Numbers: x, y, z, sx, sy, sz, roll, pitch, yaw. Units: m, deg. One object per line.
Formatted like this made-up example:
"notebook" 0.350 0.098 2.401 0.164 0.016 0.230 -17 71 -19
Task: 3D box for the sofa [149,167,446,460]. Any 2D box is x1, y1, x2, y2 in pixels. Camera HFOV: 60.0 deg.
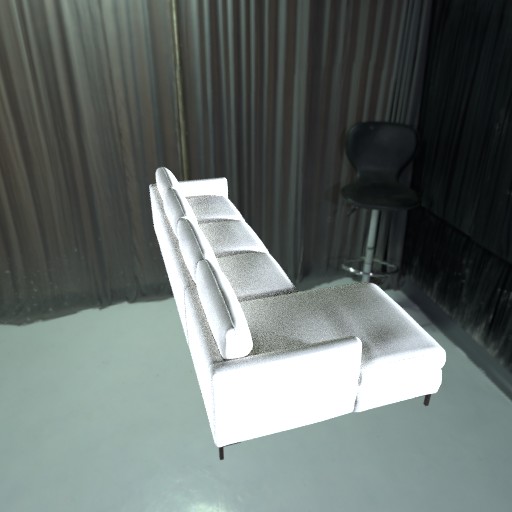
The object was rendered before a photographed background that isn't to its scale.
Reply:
"sofa" 0.000 0.000 3.818 1.467 0.875 3.186 -8 29 -16
